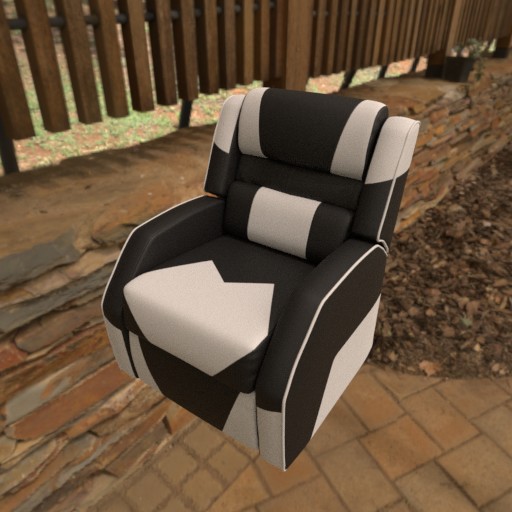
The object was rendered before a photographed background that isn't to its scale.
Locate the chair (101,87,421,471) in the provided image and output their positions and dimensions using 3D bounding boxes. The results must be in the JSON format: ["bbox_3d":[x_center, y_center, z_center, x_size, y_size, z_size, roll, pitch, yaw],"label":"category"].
[{"bbox_3d":[0.000,0.000,1.271,0.620,0.805,0.672,20,36,30],"label":"chair"}]
